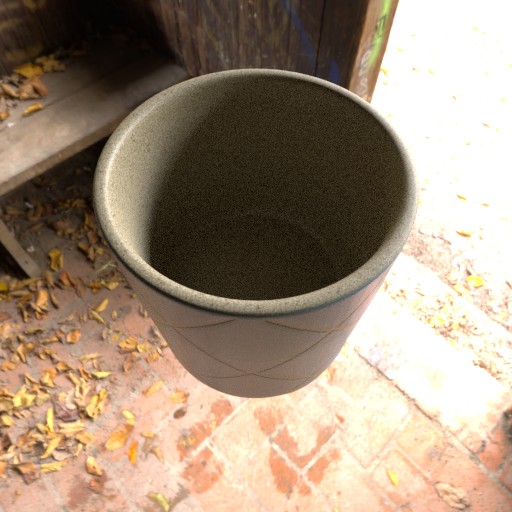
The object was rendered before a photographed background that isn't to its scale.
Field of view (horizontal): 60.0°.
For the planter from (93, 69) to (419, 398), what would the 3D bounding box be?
[{"bbox_3d":[0.000,0.000,0.411,0.227,0.235,0.227,0,58,0],"label":"planter"}]
